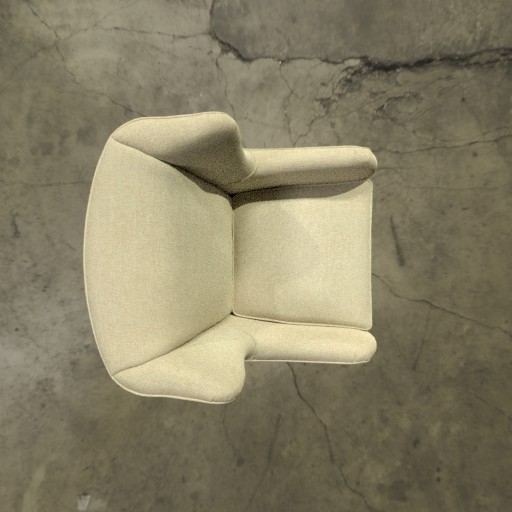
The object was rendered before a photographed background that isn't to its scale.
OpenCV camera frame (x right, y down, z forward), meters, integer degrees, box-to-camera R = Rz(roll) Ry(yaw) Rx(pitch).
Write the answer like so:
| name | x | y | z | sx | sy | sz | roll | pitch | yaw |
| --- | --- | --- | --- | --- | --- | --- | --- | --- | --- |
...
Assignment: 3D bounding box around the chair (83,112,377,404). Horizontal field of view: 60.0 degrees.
| name | x | y | z | sx | sy | sz | roll | pitch | yaw |
| --- | --- | --- | --- | --- | --- | --- | --- | --- | --- |
| chair | 0.000 | 0.000 | 1.748 | 0.966 | 1.040 | 0.838 | 0 | 91 | 2 |
